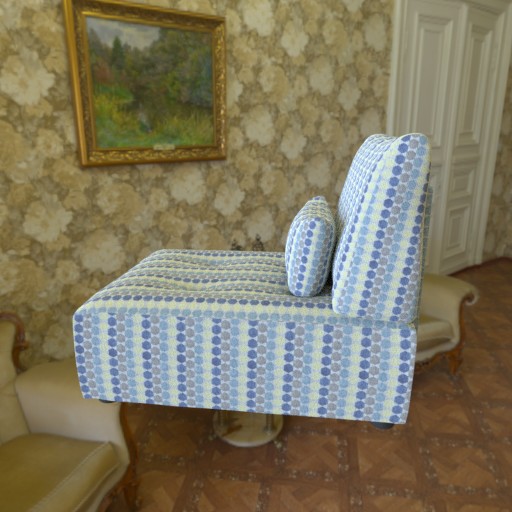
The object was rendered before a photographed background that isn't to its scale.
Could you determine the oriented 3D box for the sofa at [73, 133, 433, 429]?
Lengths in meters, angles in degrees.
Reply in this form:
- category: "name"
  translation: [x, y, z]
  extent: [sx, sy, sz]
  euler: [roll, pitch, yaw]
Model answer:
- category: "sofa"
  translation: [0.000, 0.000, 1.535]
  extent: [1.000, 0.820, 0.700]
  euler: [2, 16, 7]
